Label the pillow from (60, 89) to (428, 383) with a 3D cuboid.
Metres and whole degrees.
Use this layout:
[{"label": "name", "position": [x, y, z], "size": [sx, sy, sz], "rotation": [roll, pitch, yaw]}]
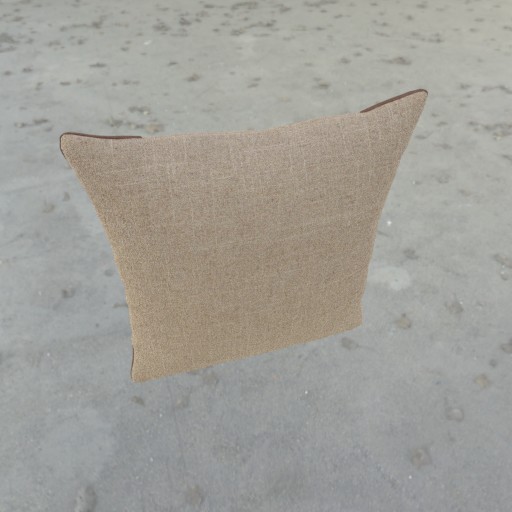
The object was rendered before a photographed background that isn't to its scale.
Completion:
[{"label": "pillow", "position": [0.000, 0.000, 0.648], "size": [0.437, 0.448, 0.147], "rotation": [-12, 43, -13]}]
